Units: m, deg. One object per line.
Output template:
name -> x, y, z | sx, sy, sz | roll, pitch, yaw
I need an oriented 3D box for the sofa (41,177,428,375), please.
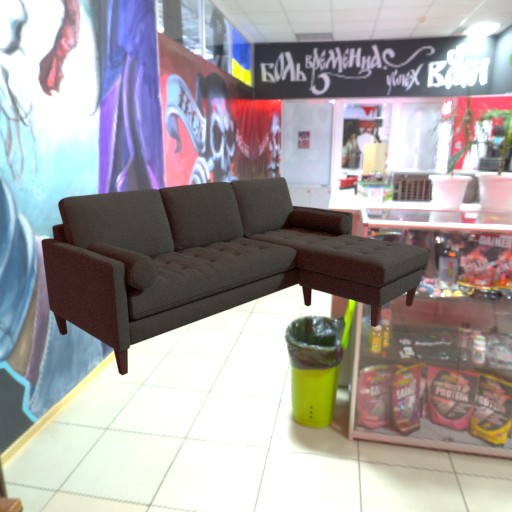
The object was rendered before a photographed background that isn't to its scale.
sofa -> 0.000, 0.000, 2.949 | 1.506, 0.876, 2.178 | 13, 20, 42
